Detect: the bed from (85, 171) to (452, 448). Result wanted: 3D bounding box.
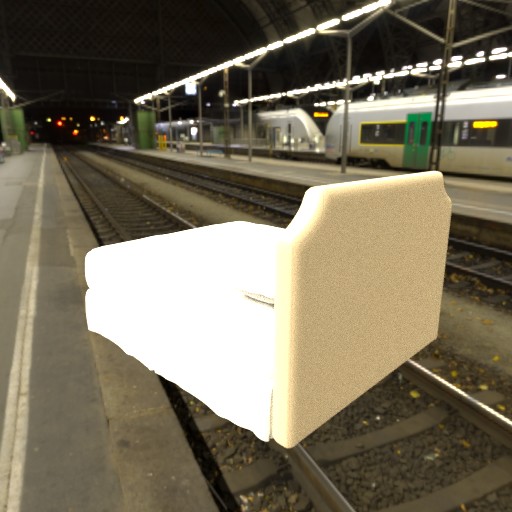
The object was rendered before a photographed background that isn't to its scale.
[{"bbox_3d":[0.000,0.000,3.920,2.548,1.524,2.134,14,21,42],"label":"bed"}]
